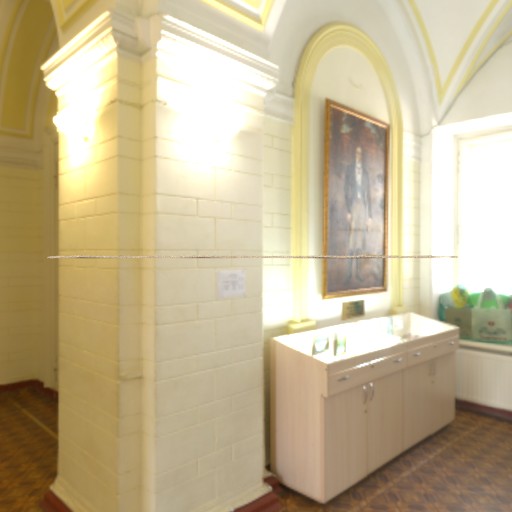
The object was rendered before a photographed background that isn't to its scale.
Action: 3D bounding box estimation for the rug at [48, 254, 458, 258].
[{"bbox_3d":[0.000,0.000,3.312,1.964,0.025,2.455,0,0,1],"label":"rug"}]
